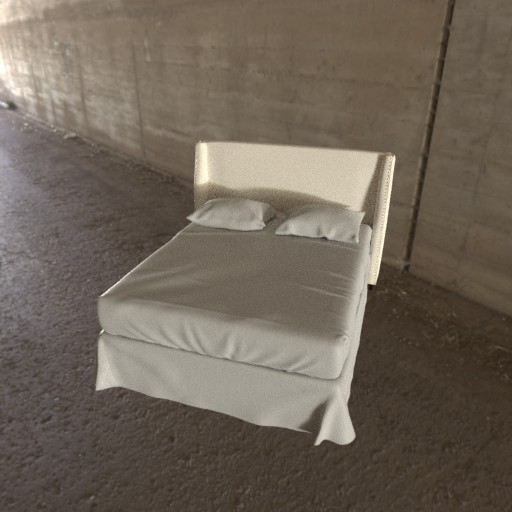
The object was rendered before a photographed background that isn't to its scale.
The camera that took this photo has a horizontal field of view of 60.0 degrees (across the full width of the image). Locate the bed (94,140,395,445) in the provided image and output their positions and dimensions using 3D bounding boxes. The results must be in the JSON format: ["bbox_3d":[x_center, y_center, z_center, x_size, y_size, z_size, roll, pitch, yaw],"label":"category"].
[{"bbox_3d":[0.000,0.000,3.565,1.925,1.332,2.276,8,27,16],"label":"bed"}]
